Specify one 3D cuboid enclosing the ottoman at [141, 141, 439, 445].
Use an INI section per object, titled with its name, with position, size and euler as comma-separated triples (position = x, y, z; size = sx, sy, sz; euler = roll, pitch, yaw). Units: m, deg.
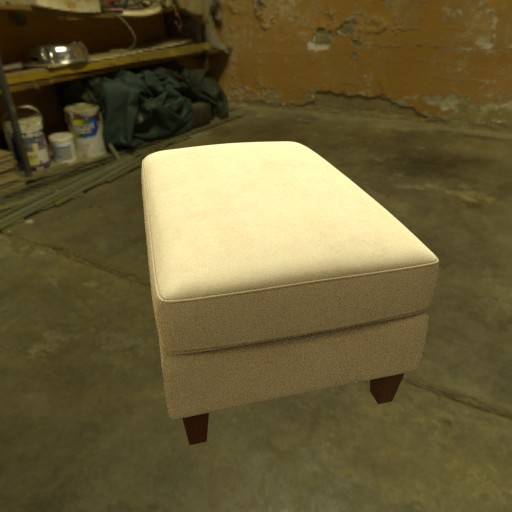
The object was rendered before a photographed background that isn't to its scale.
[ottoman]
position = 0.000, 0.000, 1.256
size = 0.584, 0.483, 0.864
euler = -7, 31, -12
